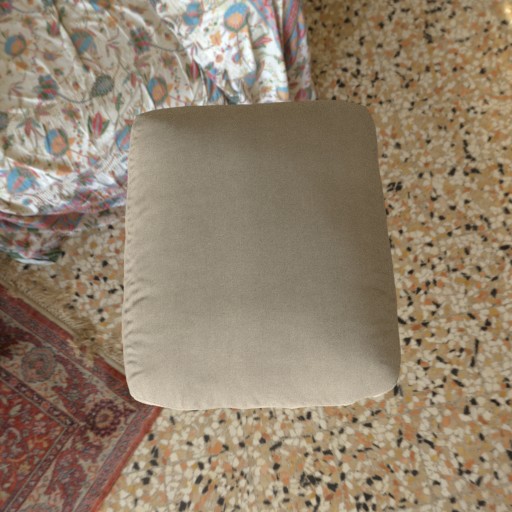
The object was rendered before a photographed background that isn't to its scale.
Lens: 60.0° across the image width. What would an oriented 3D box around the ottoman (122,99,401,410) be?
[{"bbox_3d":[0.000,0.000,1.090,0.584,0.480,0.712,-2,75,-1],"label":"ottoman"}]
